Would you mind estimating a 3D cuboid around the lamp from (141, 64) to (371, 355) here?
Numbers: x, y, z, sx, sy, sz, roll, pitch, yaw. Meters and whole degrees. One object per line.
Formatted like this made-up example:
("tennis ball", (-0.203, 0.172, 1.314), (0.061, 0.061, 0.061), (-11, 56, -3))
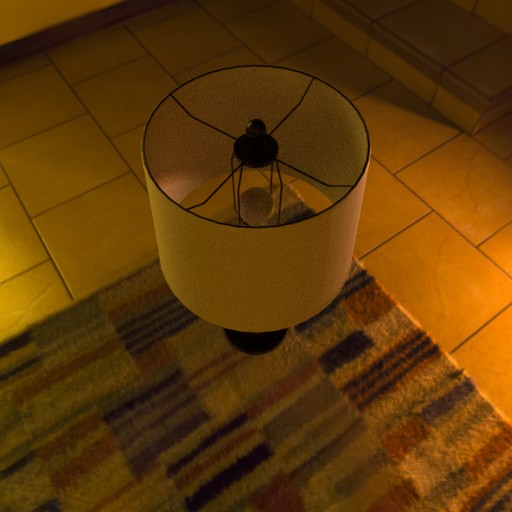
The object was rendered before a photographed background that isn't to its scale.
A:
("lamp", (0.000, 0.000, 0.932), (0.383, 0.726, 0.383), (0, 59, 0))
